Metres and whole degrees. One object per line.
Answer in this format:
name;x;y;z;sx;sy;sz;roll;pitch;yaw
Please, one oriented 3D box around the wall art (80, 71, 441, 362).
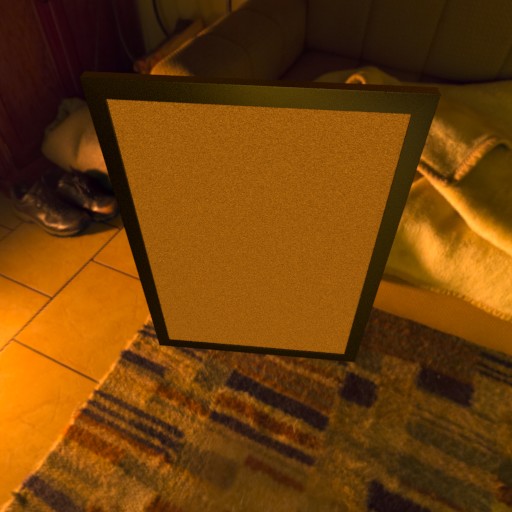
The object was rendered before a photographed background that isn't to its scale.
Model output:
wall art;0.000;0.000;0.533;0.304;0.432;0.013;4;47;4
